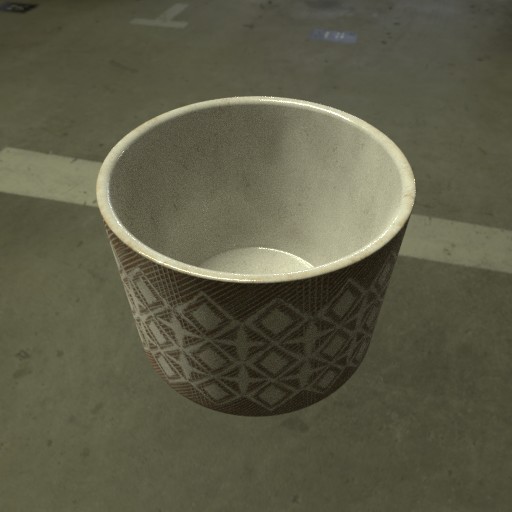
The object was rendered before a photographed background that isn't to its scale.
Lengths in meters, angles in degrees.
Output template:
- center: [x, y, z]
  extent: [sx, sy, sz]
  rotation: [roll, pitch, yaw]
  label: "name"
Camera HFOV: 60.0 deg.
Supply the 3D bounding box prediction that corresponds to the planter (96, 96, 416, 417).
- center: [0.000, 0.000, 0.217]
  extent: [0.126, 0.104, 0.126]
  rotation: [0, 45, 0]
  label: "planter"
